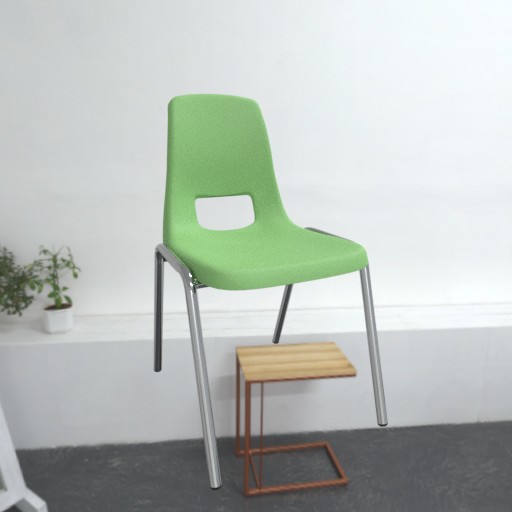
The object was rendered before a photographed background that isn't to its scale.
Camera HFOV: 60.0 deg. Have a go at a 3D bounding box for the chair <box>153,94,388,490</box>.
[{"bbox_3d":[0.000,0.000,0.906,0.381,0.653,0.436,-8,17,-26],"label":"chair"}]
